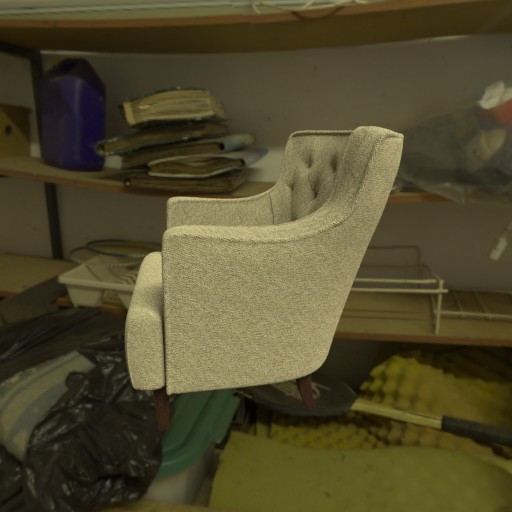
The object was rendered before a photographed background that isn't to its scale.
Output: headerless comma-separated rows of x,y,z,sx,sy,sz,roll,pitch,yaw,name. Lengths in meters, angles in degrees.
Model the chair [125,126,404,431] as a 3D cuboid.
0.000,0.000,1.682,0.910,0.920,0.820,-3,15,-10,chair
